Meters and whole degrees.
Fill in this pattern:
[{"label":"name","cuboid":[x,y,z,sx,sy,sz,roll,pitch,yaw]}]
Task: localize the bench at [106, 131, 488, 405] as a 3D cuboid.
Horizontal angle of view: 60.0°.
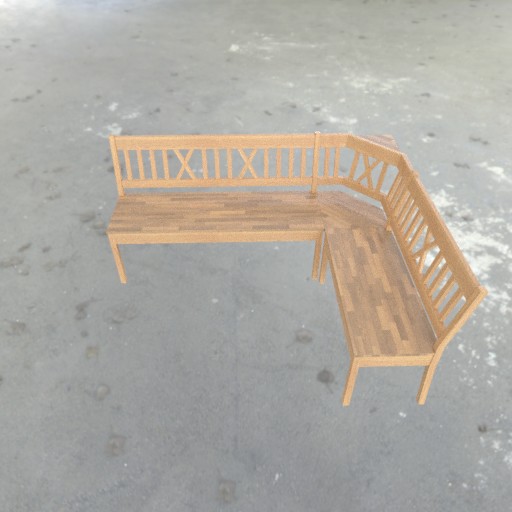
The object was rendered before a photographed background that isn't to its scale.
[{"label":"bench","cuboid":[0.000,0.000,2.738,1.937,0.902,1.537,-1,41,-1]}]
